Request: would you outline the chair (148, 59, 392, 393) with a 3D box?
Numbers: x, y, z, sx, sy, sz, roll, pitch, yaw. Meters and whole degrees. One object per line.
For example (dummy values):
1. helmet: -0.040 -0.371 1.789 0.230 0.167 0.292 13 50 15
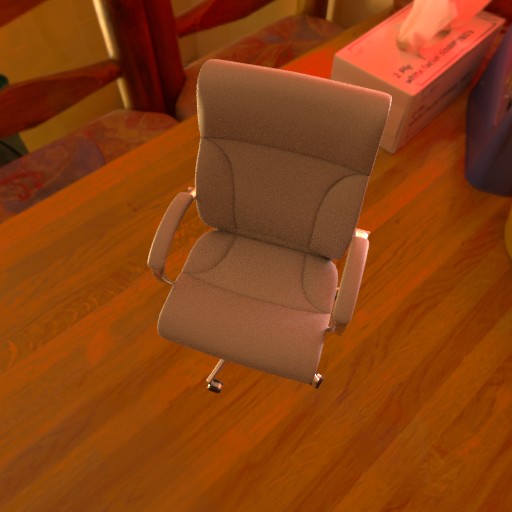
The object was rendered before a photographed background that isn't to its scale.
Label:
1. chair: 0.000 0.000 1.586 0.727 1.099 0.745 15 59 10
